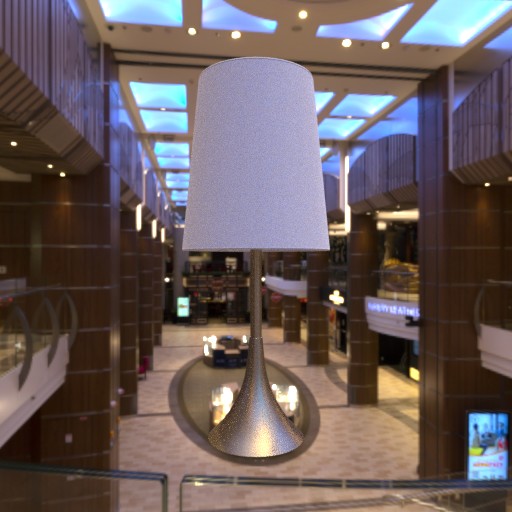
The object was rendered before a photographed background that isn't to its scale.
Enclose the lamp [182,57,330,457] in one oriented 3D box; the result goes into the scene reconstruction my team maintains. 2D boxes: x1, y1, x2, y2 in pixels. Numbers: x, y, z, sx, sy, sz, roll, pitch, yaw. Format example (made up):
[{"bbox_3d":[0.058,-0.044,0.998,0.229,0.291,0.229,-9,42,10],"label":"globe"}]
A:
[{"bbox_3d":[0.000,0.000,0.702,0.231,0.569,0.231,0,0,0],"label":"lamp"}]
